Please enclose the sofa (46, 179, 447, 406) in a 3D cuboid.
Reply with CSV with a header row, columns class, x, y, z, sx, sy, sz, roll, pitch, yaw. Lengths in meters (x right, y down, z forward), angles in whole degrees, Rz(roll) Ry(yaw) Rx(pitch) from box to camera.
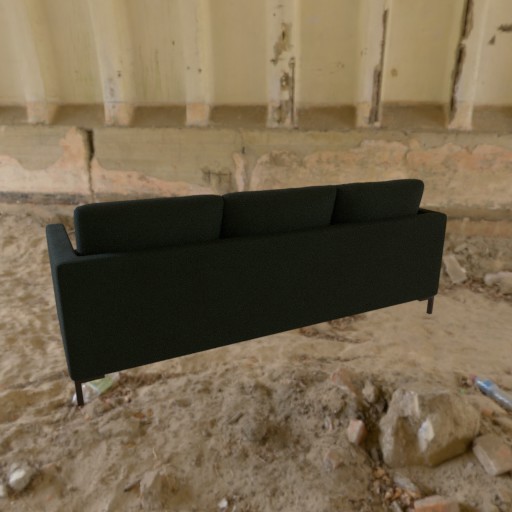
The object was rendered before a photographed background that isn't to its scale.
class,x,y,z,sx,sy,sz,roll,pitch,yaw
sofa,0.000,0.000,2.655,2.218,0.870,0.859,-8,19,-26
